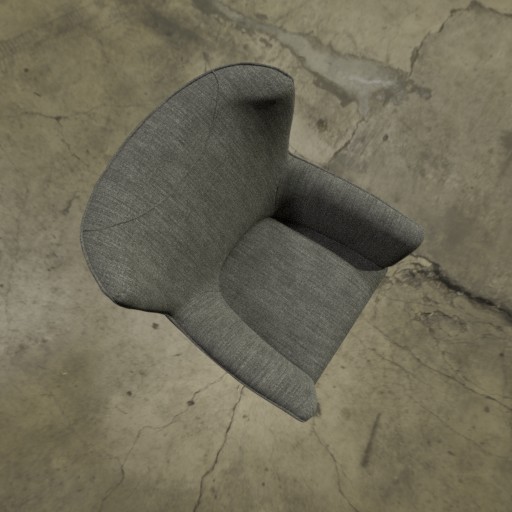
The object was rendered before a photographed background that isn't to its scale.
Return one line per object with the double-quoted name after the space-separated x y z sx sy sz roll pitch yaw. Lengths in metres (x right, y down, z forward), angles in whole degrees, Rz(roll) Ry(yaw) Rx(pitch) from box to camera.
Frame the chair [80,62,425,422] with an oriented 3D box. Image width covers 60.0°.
0.000 0.000 1.580 0.888 0.933 0.781 34 78 8 "chair"
